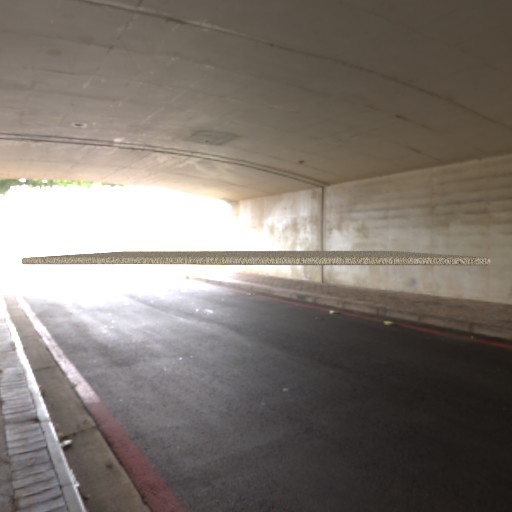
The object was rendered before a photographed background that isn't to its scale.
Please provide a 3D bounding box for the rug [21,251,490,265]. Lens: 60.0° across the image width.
[{"bbox_3d":[0.000,0.000,2.274,1.778,0.030,1.219,0,2,1],"label":"rug"}]
